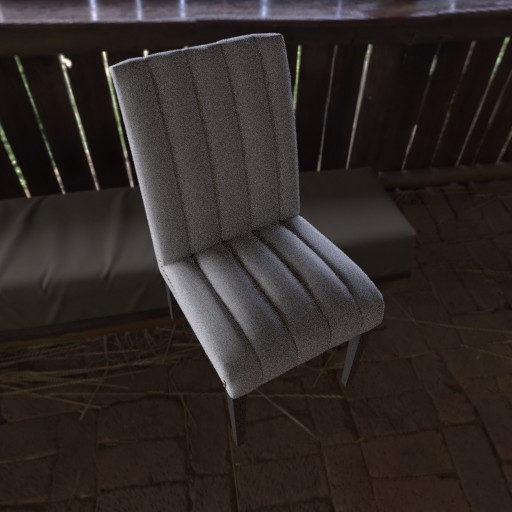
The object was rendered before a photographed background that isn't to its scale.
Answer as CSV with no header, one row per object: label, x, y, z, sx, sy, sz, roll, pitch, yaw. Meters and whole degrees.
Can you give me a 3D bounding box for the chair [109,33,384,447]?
chair,0.000,0.000,1.312,0.511,1.016,0.647,-22,49,-20
